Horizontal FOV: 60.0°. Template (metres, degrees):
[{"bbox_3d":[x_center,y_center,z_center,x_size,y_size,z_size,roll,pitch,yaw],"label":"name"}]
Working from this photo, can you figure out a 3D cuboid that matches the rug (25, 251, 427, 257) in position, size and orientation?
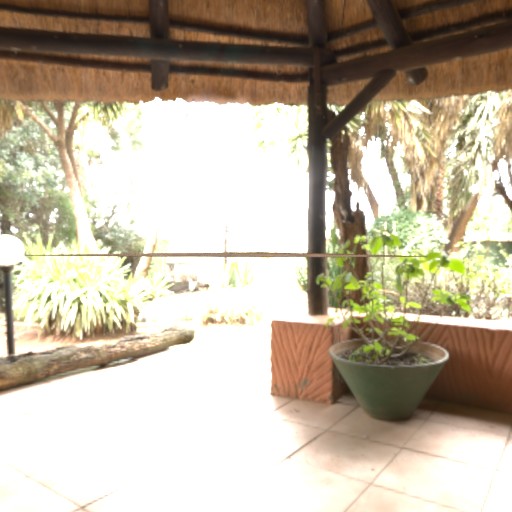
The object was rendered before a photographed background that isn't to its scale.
[{"bbox_3d":[0.000,0.000,2.929,1.611,0.008,2.227,0,-1,36],"label":"rug"}]
